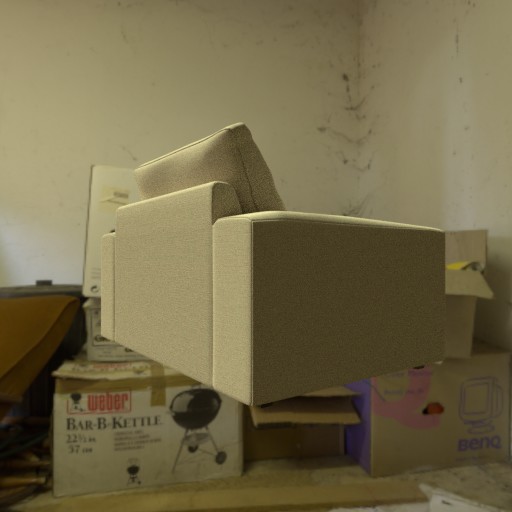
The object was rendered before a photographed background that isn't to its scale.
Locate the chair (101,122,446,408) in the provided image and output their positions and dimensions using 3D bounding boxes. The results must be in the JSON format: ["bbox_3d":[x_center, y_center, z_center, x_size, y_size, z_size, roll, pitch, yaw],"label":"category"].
[{"bbox_3d":[0.000,0.000,2.103,1.039,0.915,1.398,0,0,-36],"label":"chair"}]
